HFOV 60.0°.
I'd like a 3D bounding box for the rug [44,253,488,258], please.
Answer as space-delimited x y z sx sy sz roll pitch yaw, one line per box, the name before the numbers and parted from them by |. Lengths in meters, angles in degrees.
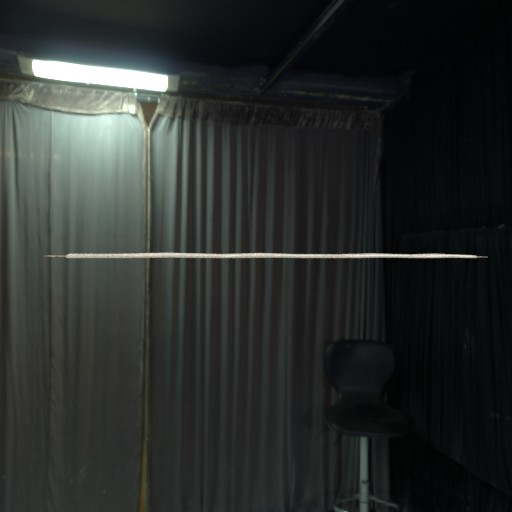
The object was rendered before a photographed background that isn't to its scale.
rug | 0.000 0.000 2.973 2.434 0.027 1.529 0 0 -19
